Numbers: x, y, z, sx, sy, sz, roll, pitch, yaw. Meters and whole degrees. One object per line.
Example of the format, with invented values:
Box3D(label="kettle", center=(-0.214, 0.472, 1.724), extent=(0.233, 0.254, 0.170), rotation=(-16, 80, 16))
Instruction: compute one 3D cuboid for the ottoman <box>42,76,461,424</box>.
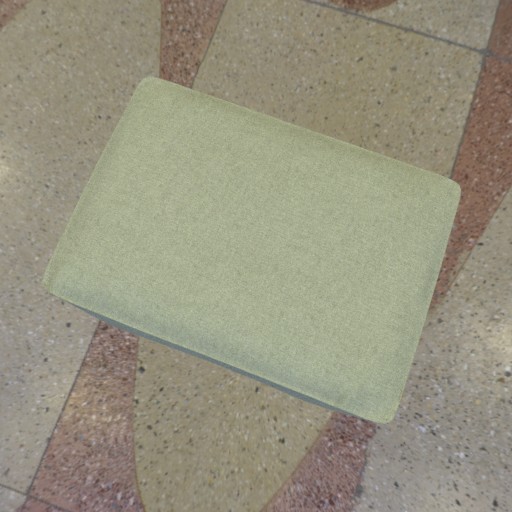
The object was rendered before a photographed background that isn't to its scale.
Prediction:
Box3D(label="ottoman", center=(0.000, 0.000, 1.209), extent=(0.848, 0.508, 0.611), rotation=(21, 78, 5))
